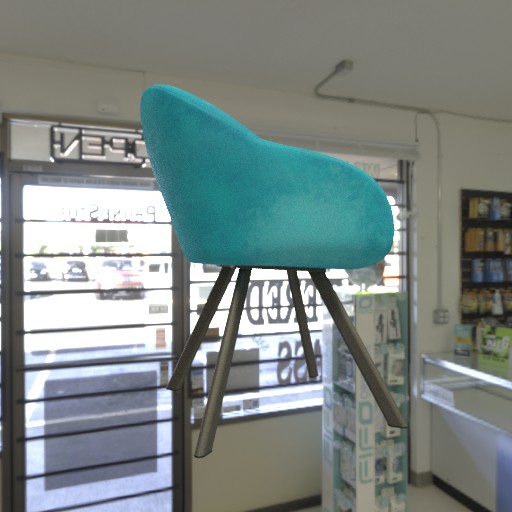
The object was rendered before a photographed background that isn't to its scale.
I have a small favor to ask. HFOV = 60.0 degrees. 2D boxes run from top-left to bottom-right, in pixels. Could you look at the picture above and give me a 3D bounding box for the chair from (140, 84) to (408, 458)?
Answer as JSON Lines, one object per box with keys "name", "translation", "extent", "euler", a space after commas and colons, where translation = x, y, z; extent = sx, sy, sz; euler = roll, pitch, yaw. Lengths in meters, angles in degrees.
{"name": "chair", "translation": [0.000, 0.000, 1.166], "extent": [0.590, 0.795, 0.550], "euler": [0, 0, -18]}
